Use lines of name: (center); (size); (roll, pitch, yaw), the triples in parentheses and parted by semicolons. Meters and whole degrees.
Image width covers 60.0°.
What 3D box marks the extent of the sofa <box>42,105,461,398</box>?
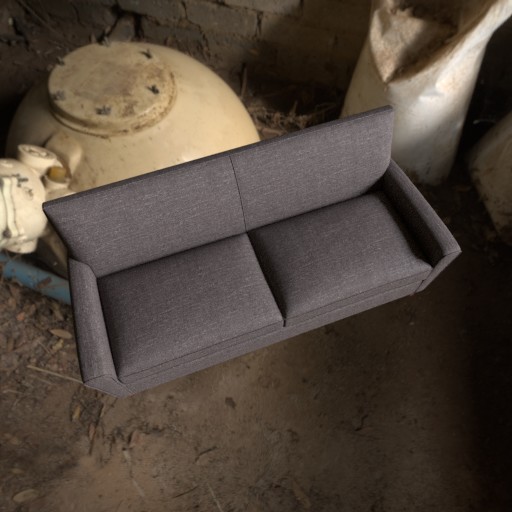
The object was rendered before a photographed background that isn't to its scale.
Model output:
sofa: (0.000, 0.000, 2.477); (1.976, 0.846, 0.875); (-18, 64, -9)
